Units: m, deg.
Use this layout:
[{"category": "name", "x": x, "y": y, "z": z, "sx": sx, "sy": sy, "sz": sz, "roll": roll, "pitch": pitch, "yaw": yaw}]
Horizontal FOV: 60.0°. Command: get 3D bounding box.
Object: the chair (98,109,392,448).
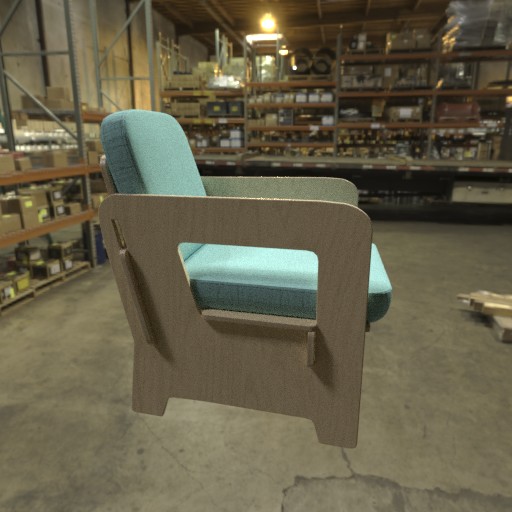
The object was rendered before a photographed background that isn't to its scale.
[{"category": "chair", "x": 0.000, "y": 0.000, "z": 1.277, "sx": 0.710, "sy": 0.800, "sz": 0.590, "roll": 3, "pitch": 15, "yaw": 9}]
